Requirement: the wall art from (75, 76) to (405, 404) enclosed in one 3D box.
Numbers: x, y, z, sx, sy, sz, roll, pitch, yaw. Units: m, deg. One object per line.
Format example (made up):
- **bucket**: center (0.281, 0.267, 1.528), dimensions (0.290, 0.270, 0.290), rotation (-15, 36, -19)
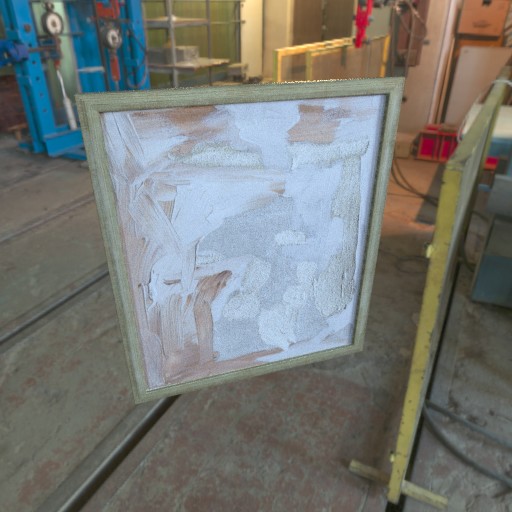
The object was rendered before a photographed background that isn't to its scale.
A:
- **wall art**: center (0.000, 0.000, 0.764), dimensions (0.483, 0.559, 0.009), rotation (-9, 31, -15)
